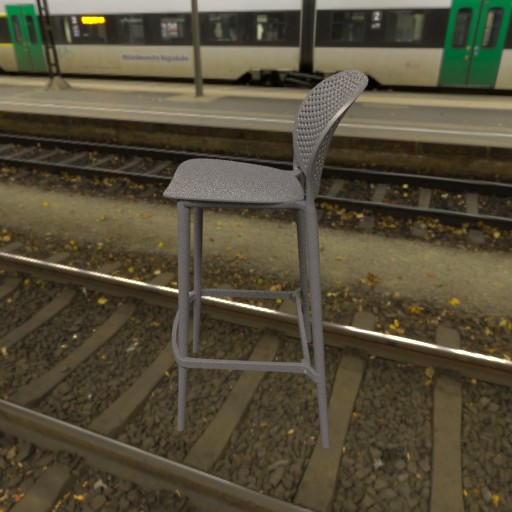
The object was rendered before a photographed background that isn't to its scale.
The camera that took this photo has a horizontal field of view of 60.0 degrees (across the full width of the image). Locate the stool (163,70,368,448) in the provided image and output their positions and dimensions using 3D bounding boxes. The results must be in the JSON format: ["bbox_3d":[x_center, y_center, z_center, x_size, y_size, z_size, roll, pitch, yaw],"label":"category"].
[{"bbox_3d":[0.000,0.000,1.354,0.535,1.045,0.536,0,27,0],"label":"stool"}]
